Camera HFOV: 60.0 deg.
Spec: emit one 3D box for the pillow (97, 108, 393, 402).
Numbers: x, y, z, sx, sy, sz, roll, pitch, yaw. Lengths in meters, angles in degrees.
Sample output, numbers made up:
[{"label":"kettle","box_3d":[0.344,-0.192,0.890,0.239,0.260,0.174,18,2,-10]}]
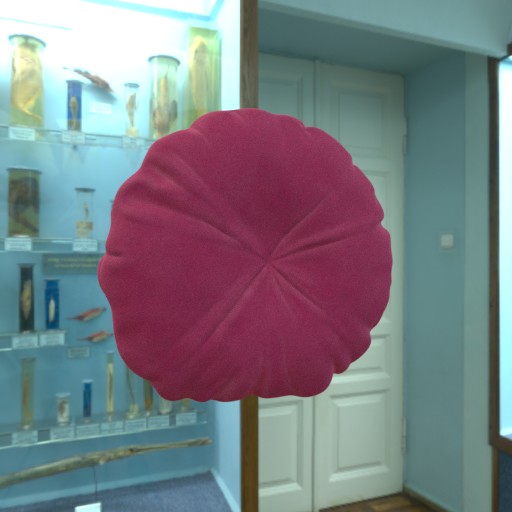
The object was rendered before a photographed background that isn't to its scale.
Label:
[{"label":"pillow","box_3d":[0.000,0.000,0.634,0.428,0.407,0.148,0,0,-18]}]
